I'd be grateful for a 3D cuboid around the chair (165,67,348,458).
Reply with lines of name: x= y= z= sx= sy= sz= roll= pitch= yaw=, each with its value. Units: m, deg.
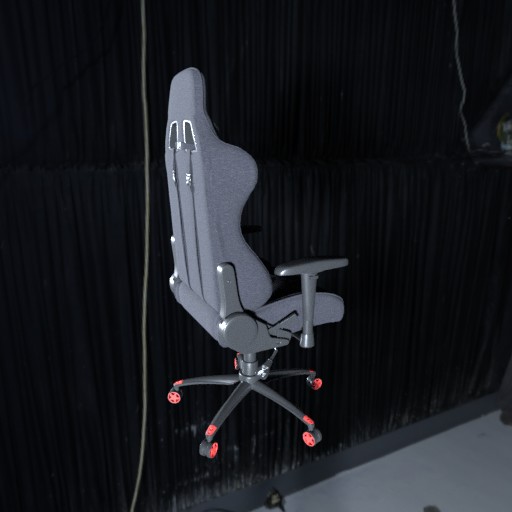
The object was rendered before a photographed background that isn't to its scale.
chair: x=0.000 y=0.000 z=1.729 sx=0.658 sy=1.326 sz=0.695 roll=-8 pitch=17 yaw=-27
